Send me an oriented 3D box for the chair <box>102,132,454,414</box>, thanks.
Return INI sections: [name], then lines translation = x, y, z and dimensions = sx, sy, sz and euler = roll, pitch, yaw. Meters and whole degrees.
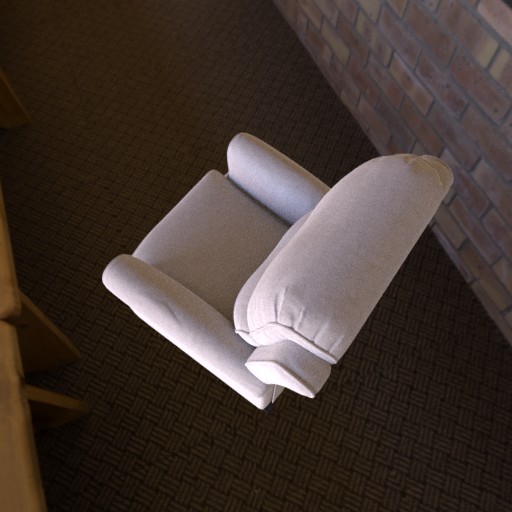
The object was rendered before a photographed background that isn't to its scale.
[chair]
translation = 0.000, 0.000, 1.664
dimensions = 0.919, 1.046, 0.859
euler = 33, 67, 16
